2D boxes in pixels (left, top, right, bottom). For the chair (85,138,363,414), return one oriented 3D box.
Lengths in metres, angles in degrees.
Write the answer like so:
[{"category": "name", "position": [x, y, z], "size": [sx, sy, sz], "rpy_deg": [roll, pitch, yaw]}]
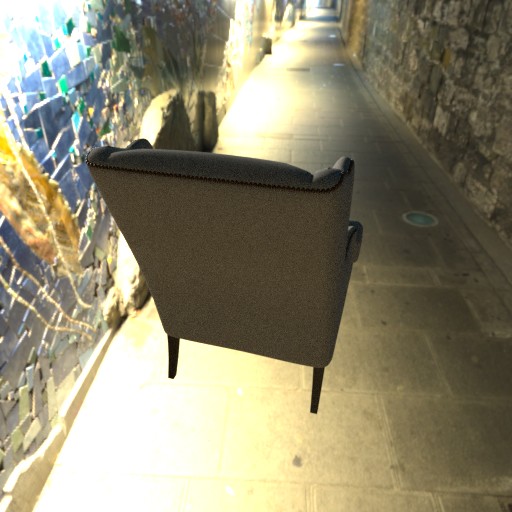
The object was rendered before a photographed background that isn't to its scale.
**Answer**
[{"category": "chair", "position": [0.000, 0.000, 1.688], "size": [0.737, 1.029, 0.940], "rpy_deg": [9, 32, 15]}]
